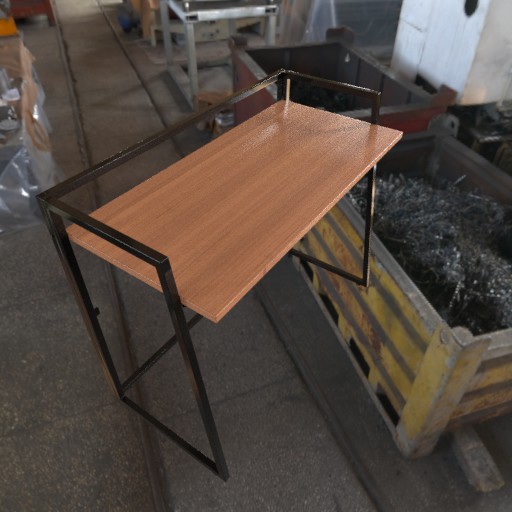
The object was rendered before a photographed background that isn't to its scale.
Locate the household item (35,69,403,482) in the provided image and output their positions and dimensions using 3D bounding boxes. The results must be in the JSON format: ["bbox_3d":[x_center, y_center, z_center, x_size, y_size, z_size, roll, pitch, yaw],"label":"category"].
[{"bbox_3d":[0.000,0.000,1.514,0.510,0.860,1.050,25,47,26],"label":"household item"}]
